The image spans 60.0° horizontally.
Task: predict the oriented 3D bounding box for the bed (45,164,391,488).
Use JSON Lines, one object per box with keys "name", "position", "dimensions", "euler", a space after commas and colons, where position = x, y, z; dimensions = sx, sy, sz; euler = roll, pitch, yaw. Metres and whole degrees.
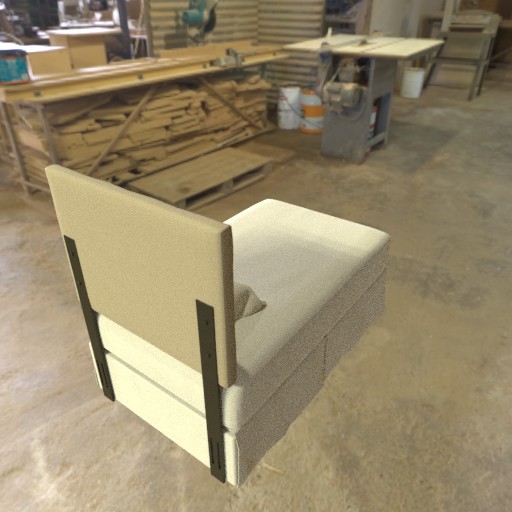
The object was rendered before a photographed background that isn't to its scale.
{"name": "bed", "position": [0.000, 0.000, 2.950], "dimensions": [1.261, 1.571, 1.997], "euler": [21, 37, 31]}
